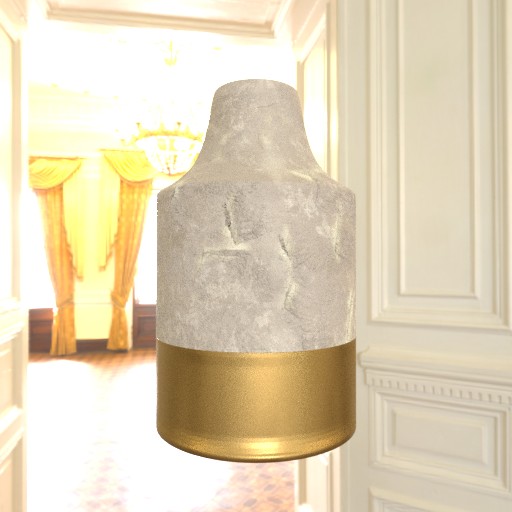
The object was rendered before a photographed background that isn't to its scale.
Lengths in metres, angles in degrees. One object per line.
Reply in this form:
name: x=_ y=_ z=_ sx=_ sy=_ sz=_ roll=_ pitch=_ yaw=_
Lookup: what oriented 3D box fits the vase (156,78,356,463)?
vase: x=0.000 y=0.000 z=0.418 sx=0.184 sy=0.305 sz=0.184 roll=0 pitch=0 yaw=0
